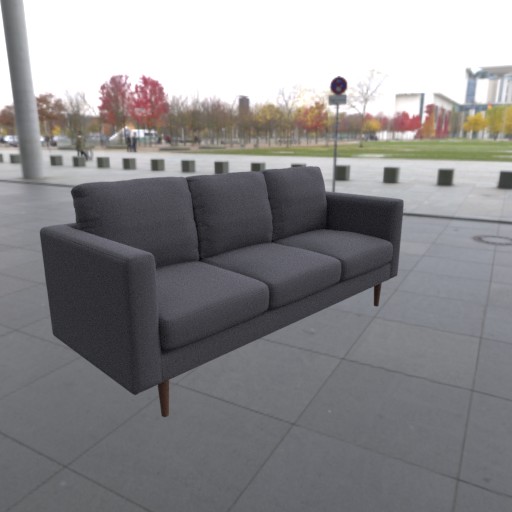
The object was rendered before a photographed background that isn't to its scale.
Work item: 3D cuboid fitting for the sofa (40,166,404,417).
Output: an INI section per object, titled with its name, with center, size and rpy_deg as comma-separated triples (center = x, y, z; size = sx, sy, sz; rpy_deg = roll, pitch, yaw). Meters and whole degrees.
[sofa]
center = 0.000, 0.000, 2.505
size = 0.802, 0.912, 2.029
rpy_deg = 14, 21, 42
